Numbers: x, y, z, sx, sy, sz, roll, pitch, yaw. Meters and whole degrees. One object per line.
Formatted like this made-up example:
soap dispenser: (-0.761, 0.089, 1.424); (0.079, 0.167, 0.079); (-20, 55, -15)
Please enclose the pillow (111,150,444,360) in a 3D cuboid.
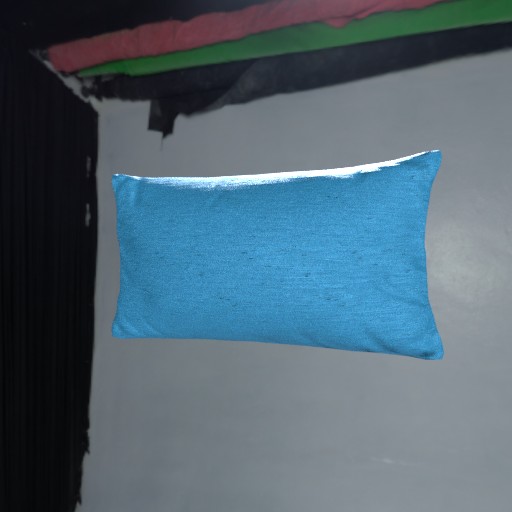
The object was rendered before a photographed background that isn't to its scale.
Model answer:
pillow: (0.000, 0.000, 0.807); (0.633, 0.338, 0.210); (0, 0, 19)
